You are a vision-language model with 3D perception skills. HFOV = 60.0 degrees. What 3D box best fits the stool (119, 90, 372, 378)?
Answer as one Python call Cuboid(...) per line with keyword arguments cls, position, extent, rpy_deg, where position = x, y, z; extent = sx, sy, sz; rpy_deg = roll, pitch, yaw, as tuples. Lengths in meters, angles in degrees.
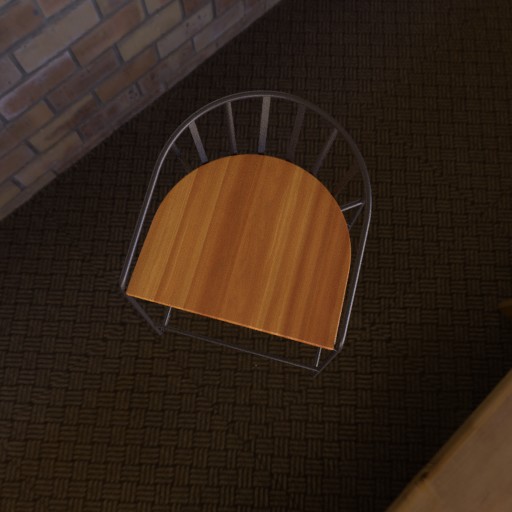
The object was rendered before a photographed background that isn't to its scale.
Cuboid(cls="stool", position=(0.000, 0.000, 1.173), extent=(0.546, 0.812, 0.521), rpy_deg=(15, 77, 4))
